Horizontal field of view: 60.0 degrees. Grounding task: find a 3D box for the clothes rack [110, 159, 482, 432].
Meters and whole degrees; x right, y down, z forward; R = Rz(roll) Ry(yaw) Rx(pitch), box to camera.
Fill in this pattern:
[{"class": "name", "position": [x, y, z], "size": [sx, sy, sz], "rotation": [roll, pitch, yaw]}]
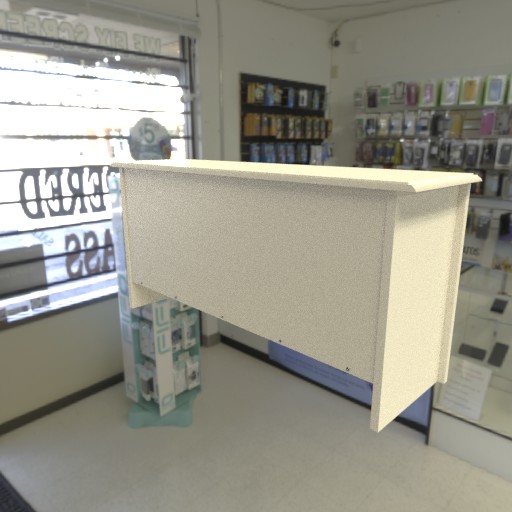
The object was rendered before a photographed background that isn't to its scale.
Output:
[{"class": "clothes rack", "position": [0.000, 0.000, 1.336], "size": [0.324, 0.531, 1.120], "rotation": [-14, 20, -43]}]
